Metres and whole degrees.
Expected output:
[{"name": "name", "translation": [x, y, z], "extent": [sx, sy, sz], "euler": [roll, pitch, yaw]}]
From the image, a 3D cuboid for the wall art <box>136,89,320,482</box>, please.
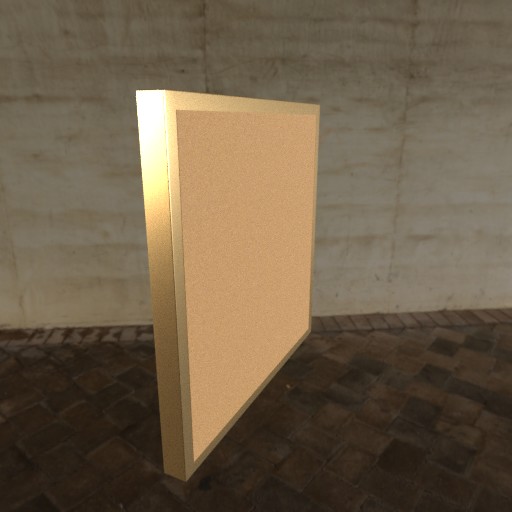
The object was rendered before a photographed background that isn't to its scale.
[{"name": "wall art", "translation": [0.000, 0.000, 0.458], "extent": [0.023, 0.305, 0.305], "euler": [8, 19, 25]}]
